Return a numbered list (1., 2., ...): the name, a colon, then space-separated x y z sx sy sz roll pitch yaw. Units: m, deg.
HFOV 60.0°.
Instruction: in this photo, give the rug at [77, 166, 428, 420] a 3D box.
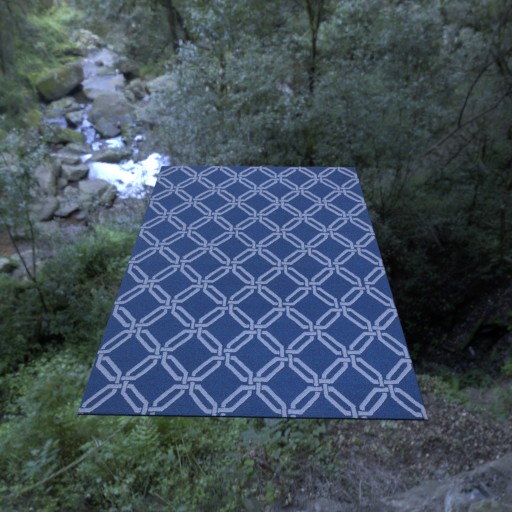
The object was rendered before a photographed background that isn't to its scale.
1. rug: 0.000 0.000 4.301 2.432 0.018 3.342 1 42 1
